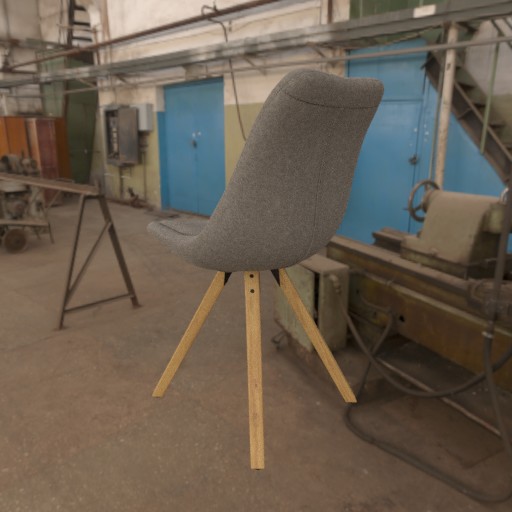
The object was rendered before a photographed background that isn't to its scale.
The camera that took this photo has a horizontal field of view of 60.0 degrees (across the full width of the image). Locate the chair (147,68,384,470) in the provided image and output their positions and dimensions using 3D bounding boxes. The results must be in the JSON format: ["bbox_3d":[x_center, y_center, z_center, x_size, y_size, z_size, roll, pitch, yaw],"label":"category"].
[{"bbox_3d":[0.000,0.000,1.183,0.483,0.865,0.550,-15,22,-42],"label":"chair"}]
